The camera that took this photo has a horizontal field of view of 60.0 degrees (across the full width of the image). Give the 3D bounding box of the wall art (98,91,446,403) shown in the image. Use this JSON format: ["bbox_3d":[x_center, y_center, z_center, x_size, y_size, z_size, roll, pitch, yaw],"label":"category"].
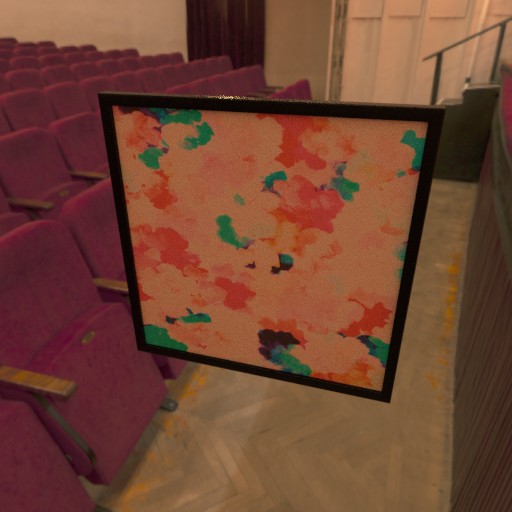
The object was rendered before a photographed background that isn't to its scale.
[{"bbox_3d":[0.000,0.000,1.119,0.756,0.755,0.036,8,28,15],"label":"wall art"}]
